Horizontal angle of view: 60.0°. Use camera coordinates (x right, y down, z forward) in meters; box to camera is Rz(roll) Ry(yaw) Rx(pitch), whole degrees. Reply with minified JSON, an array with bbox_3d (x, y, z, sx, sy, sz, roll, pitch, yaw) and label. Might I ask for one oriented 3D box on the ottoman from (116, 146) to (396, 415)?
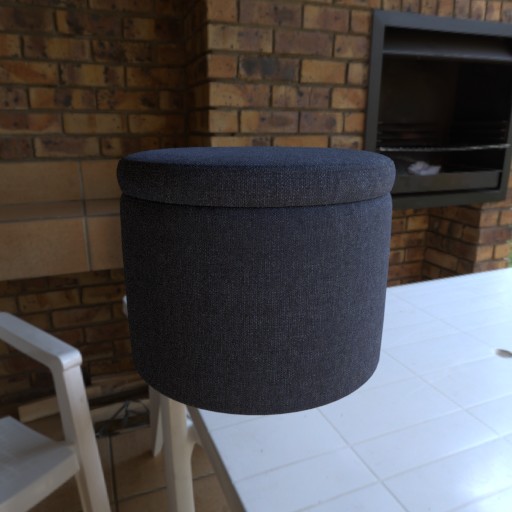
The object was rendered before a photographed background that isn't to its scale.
[{"bbox_3d":[0.000,0.000,0.905,0.520,0.430,0.520,0,16,0],"label":"ottoman"}]
